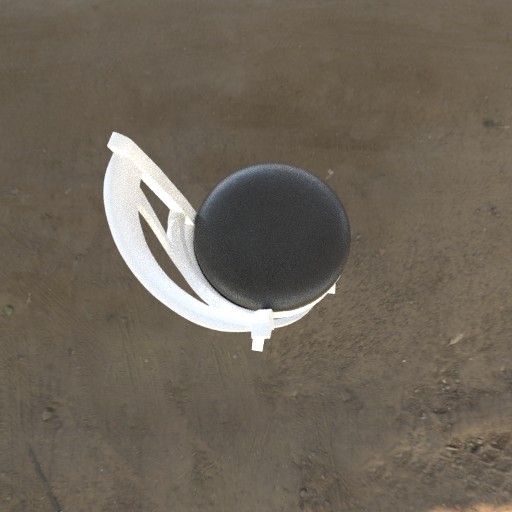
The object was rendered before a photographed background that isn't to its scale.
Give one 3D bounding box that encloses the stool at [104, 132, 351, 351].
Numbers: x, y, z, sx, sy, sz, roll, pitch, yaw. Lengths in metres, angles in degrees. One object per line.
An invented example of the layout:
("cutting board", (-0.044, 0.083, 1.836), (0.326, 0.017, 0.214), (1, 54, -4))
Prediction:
("stool", (0.000, 0.000, 1.202), (0.508, 0.953, 0.444), (-36, 77, -10))
